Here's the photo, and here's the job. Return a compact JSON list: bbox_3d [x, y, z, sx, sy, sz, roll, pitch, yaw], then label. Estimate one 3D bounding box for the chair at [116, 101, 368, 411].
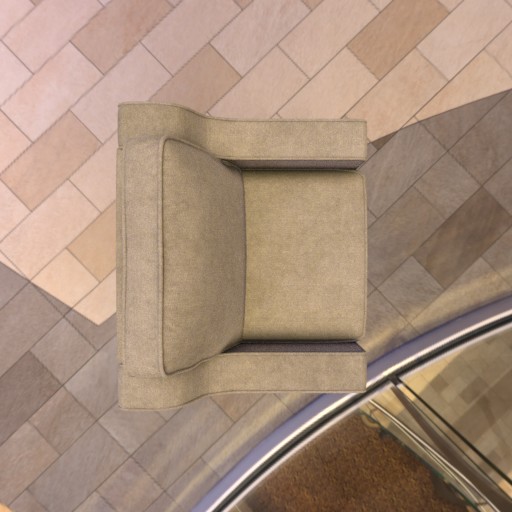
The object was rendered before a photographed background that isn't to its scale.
[{"bbox_3d":[0.000,0.000,1.616,0.840,0.944,0.926,0,90,0],"label":"chair"}]
